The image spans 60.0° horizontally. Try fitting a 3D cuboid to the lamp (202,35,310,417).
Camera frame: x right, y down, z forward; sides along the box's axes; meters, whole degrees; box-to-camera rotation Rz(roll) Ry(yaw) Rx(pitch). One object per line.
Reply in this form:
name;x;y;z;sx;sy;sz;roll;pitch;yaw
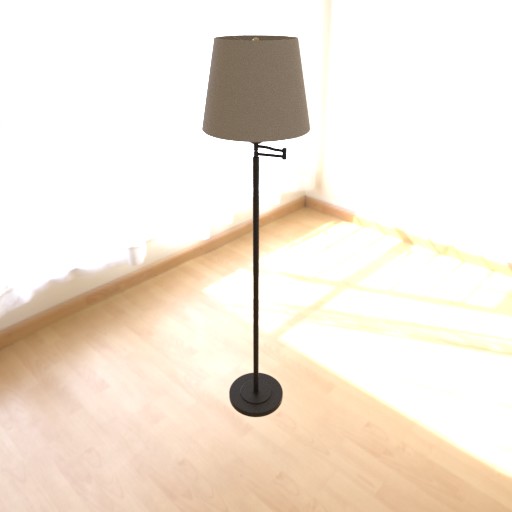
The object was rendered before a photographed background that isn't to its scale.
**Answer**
lamp;0.000;0.000;1.663;0.348;1.473;0.348;9;31;16
